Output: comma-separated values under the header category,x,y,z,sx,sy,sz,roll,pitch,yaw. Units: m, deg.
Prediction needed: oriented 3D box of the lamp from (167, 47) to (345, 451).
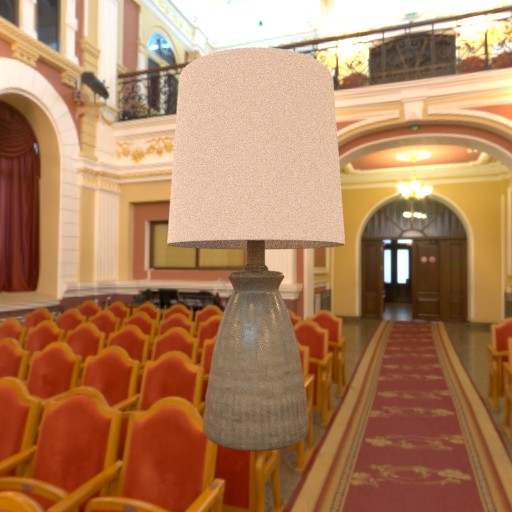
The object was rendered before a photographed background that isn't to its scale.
category,x,y,z,sx,sy,sz,roll,pitch,yaw
lamp,0.000,0.000,0.473,0.186,0.369,0.186,0,-2,0
